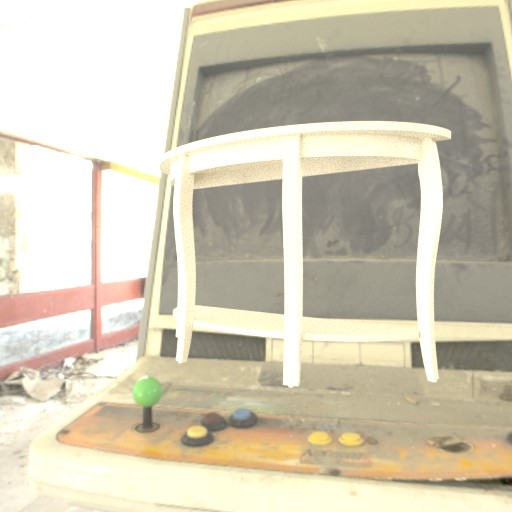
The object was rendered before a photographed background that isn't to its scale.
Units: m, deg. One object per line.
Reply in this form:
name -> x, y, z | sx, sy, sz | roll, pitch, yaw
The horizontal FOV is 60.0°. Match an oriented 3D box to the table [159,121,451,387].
table -> 0.000, 0.000, 1.592 | 1.219, 0.780, 0.394 | 1, 1, 37
